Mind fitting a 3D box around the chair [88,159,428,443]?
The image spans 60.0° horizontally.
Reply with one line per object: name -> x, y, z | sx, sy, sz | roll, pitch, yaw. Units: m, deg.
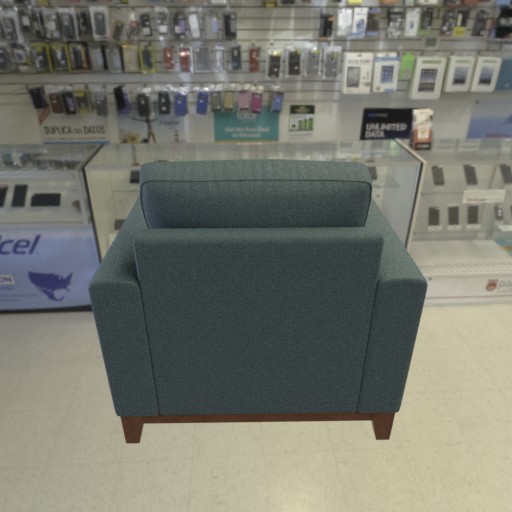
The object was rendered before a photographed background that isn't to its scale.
chair -> 0.000, 0.000, 1.857 | 1.024, 1.010, 1.038 | 0, 29, -1
